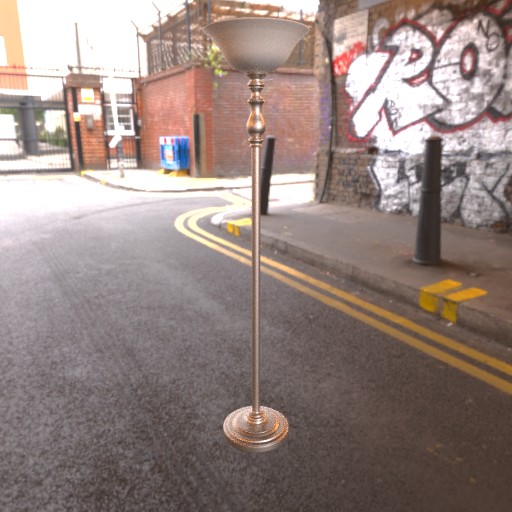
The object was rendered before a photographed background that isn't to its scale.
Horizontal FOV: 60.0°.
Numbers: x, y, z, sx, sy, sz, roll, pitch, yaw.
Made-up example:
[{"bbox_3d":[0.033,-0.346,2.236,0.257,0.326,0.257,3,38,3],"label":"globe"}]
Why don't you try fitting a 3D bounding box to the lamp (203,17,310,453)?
[{"bbox_3d":[0.000,0.000,1.916,0.405,1.771,0.405,2,15,8],"label":"lamp"}]
